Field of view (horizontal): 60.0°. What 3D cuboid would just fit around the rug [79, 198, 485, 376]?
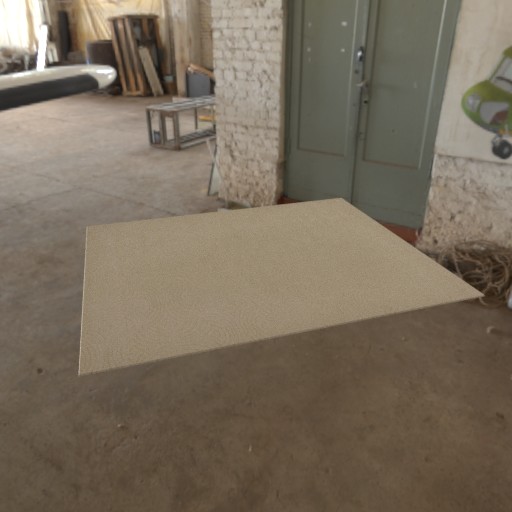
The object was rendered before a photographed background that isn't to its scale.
[{"bbox_3d":[0.000,0.000,3.520,2.584,0.011,2.073,-8,28,-16],"label":"rug"}]
